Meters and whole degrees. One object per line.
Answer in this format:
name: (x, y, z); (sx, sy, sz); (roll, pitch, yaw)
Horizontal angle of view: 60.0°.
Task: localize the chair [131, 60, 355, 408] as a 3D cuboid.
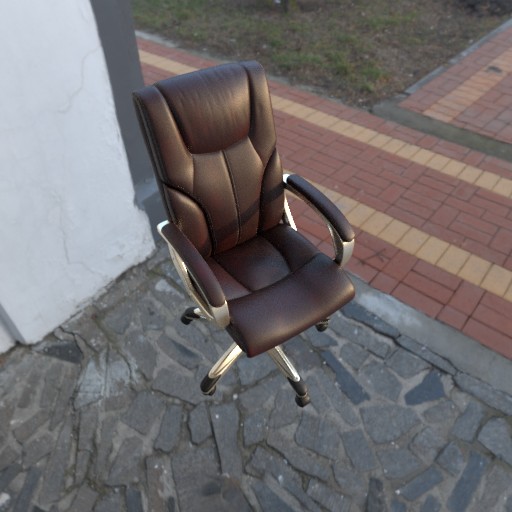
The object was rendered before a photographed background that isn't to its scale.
chair: (0.000, 0.000, 1.609); (0.662, 1.107, 0.739); (-25, 50, -23)
